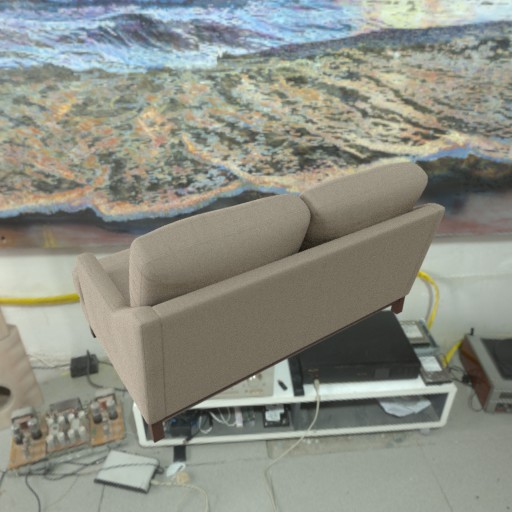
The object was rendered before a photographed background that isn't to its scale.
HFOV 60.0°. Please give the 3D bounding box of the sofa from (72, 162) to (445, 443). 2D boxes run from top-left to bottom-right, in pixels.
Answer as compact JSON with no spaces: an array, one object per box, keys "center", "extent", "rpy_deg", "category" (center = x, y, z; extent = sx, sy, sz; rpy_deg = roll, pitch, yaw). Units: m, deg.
[{"center":[0.000,0.000,2.257],"extent":[1.619,0.910,1.004],"rpy_deg":[-19,35,-30],"category":"sofa"}]
